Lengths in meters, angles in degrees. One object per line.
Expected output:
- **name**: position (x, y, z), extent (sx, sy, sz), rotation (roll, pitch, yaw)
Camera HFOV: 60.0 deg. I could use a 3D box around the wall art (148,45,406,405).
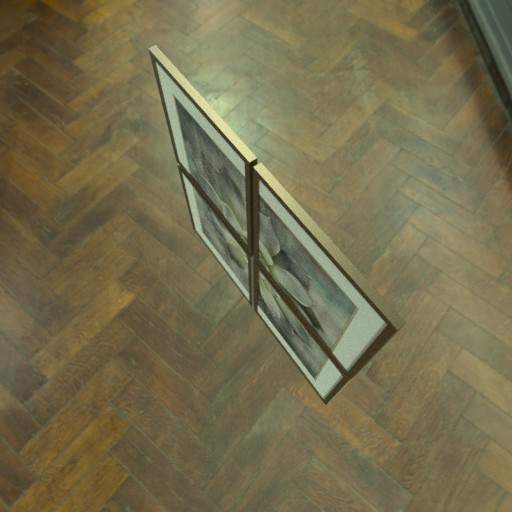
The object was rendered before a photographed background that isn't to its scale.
- **wall art**: position (0.000, 0.000, 1.555), extent (0.030, 1.032, 1.032), rotation (-32, 68, -15)
